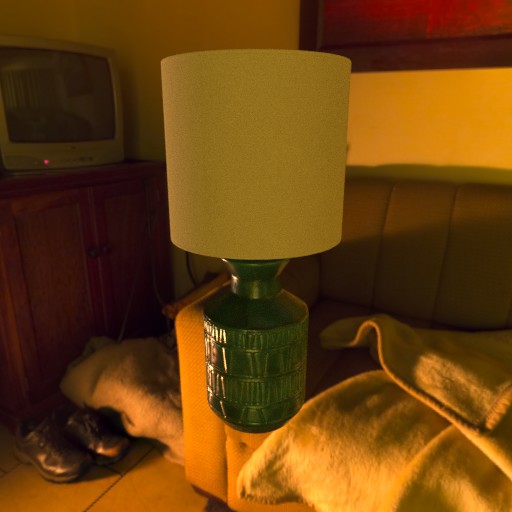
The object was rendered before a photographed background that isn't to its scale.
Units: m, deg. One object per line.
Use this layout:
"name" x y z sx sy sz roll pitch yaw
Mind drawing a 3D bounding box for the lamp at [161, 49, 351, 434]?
"lamp" 0.000 0.000 0.567 0.211 0.455 0.211 2 17 8
